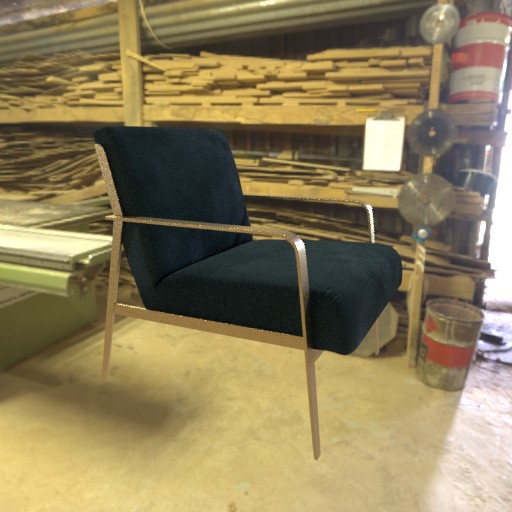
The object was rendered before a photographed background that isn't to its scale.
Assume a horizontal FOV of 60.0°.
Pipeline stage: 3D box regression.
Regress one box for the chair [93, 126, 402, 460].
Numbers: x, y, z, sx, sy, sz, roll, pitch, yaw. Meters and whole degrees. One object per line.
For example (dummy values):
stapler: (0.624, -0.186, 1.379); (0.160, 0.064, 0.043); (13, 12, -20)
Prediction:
chair: (0.000, 0.000, 1.476); (0.859, 0.831, 0.692); (8, 16, 27)
